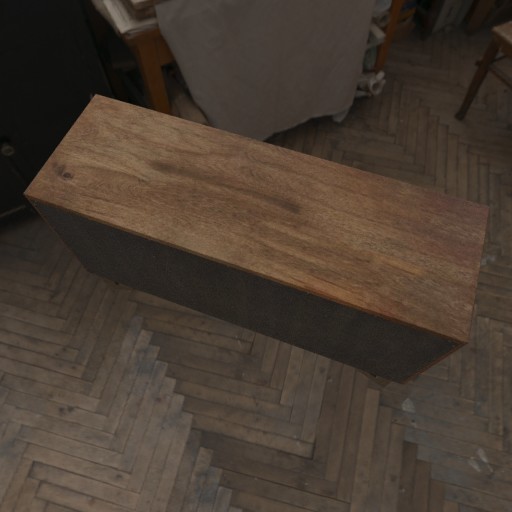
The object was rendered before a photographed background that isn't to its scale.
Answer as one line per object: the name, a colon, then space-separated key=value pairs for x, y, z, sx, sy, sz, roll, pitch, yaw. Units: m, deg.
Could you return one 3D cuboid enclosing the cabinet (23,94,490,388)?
cabinet: x=0.000 y=0.000 z=1.741 sx=1.373 sy=0.812 sz=0.480 roll=18 pitch=65 yaw=9
